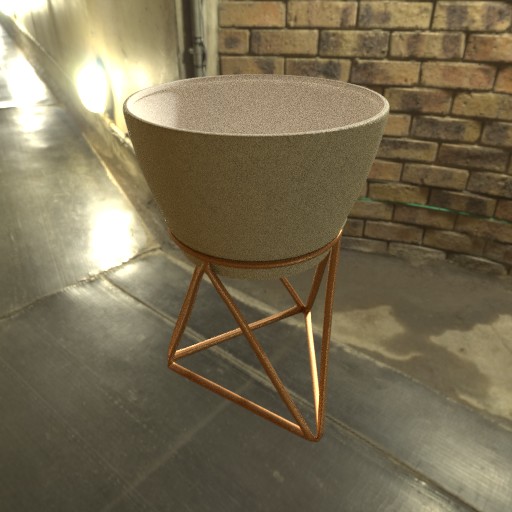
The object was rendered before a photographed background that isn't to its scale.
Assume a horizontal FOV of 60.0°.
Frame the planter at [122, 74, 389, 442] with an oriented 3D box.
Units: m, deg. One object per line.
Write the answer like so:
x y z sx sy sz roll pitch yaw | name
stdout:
0.000 0.000 0.731 0.350 0.504 0.350 1 32 1 | planter
